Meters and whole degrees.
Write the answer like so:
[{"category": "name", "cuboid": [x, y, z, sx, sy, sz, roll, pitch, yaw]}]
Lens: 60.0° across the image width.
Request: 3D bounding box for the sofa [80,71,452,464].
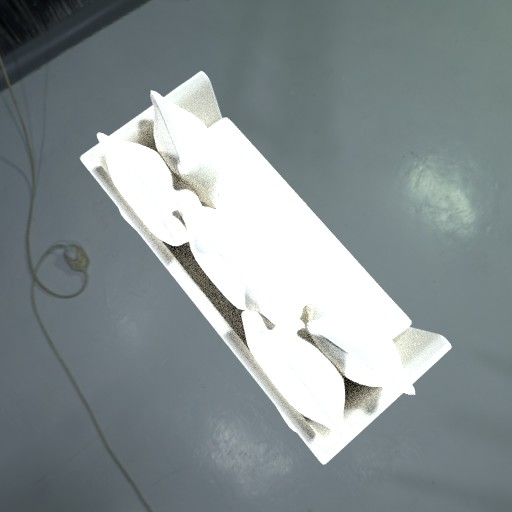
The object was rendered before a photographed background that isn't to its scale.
[{"category": "sofa", "cuboid": [0.000, 0.000, 2.815, 1.031, 1.034, 2.290, -39, 80, -8]}]
